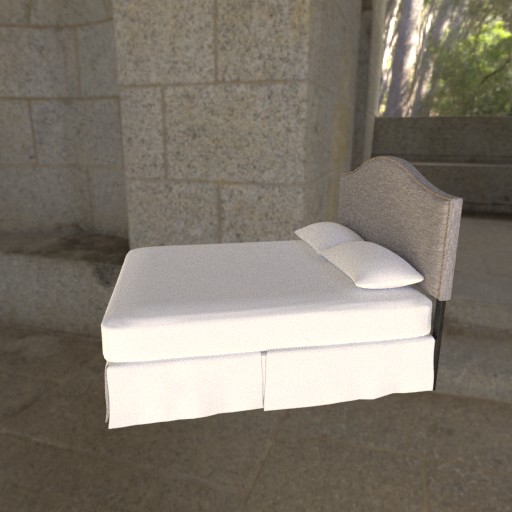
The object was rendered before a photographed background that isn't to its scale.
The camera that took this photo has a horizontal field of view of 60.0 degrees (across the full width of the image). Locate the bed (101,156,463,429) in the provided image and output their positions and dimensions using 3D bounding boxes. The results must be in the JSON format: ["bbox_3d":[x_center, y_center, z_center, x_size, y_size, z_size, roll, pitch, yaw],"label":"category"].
[{"bbox_3d":[0.000,0.000,2.972,1.870,1.295,1.610,-3,16,-10],"label":"bed"}]
